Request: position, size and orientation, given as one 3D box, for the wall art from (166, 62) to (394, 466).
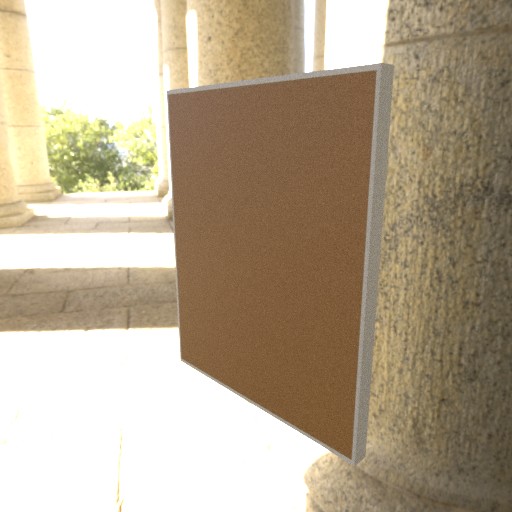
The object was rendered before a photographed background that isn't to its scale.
[{"bbox_3d":[0.000,0.000,0.741,0.030,0.549,0.443,-14,21,-42],"label":"wall art"}]
